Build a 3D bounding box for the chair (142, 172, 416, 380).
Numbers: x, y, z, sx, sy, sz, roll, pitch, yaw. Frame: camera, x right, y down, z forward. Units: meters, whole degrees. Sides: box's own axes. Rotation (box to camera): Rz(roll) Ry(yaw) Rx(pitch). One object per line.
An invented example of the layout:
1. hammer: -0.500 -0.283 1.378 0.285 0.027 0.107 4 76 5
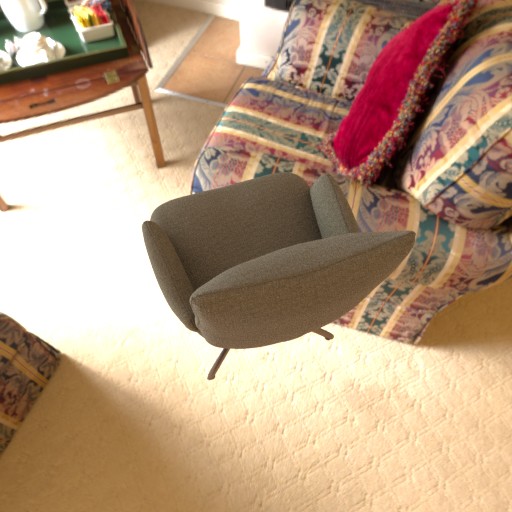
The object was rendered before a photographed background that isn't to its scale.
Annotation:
1. chair: 0.000 0.000 1.546 0.702 0.984 0.831 -16 59 -10
